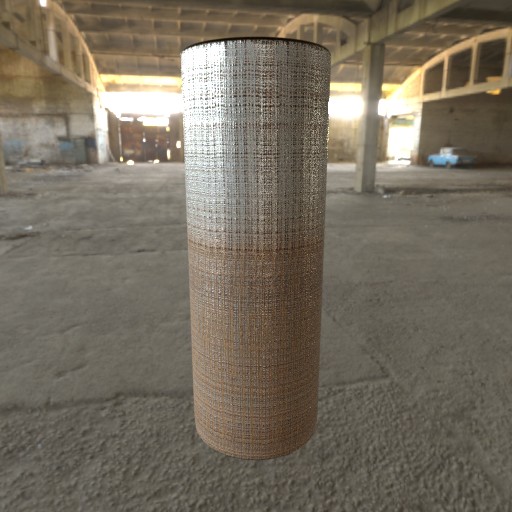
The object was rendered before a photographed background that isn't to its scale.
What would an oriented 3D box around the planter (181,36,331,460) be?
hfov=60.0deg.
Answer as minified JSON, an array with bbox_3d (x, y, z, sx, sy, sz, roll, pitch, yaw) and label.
[{"bbox_3d":[0.000,0.000,0.328,0.099,0.278,0.099,-3,14,-10],"label":"planter"}]
